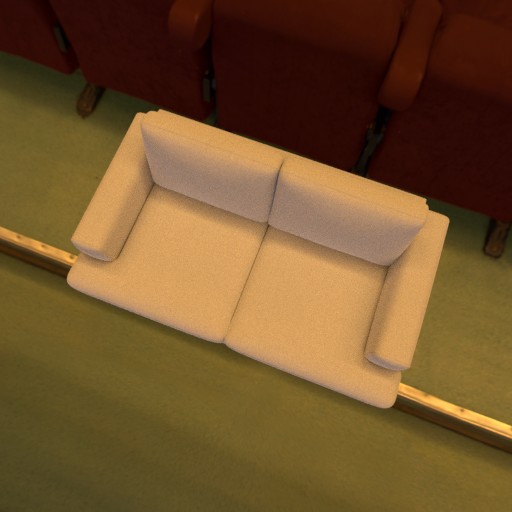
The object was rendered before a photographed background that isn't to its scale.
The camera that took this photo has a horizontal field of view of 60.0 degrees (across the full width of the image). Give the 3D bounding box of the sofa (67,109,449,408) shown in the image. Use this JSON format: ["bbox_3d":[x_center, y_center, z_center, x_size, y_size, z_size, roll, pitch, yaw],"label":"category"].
[{"bbox_3d":[0.000,0.000,2.153,1.651,0.810,0.915,20,75,6],"label":"sofa"}]
